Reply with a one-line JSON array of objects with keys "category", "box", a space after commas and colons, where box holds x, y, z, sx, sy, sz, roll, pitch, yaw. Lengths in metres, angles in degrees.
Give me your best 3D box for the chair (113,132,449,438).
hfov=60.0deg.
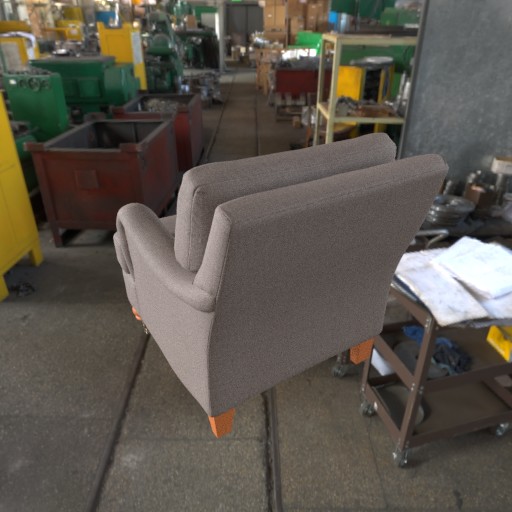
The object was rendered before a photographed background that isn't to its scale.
[{"category": "chair", "box": [0.000, 0.000, 1.874, 0.955, 1.038, 1.070, -18, 33, -29]}]
